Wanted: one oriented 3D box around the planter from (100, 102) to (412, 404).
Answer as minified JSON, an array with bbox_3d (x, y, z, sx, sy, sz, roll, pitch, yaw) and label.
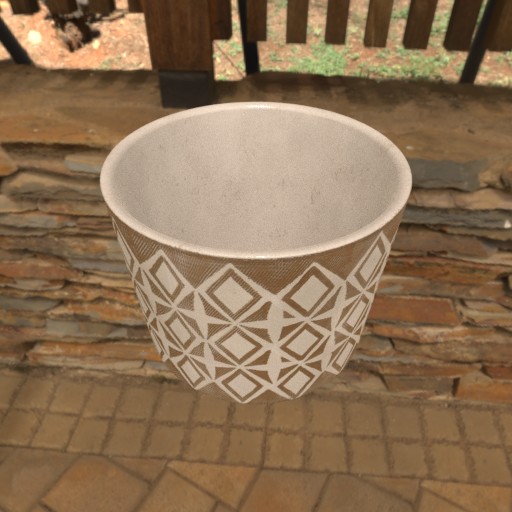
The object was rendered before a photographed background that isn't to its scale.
[{"bbox_3d":[0.000,0.000,0.453,0.260,0.220,0.260,0,40,0],"label":"planter"}]
